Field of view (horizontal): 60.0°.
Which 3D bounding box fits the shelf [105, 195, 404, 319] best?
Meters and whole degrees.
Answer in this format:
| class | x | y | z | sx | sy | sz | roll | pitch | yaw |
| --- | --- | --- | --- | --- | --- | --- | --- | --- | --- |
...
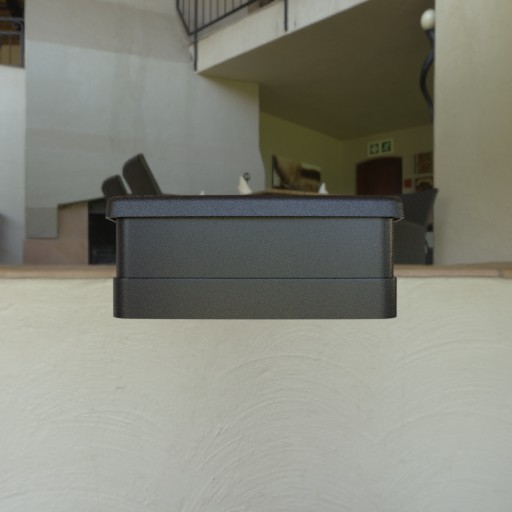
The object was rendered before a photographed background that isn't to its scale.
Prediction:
| class | x | y | z | sx | sy | sz | roll | pitch | yaw |
| --- | --- | --- | --- | --- | --- | --- | --- | --- | --- |
| shelf | 0.000 | 0.000 | 0.549 | 0.280 | 0.100 | 0.410 | 0 | 0 | 0 |
